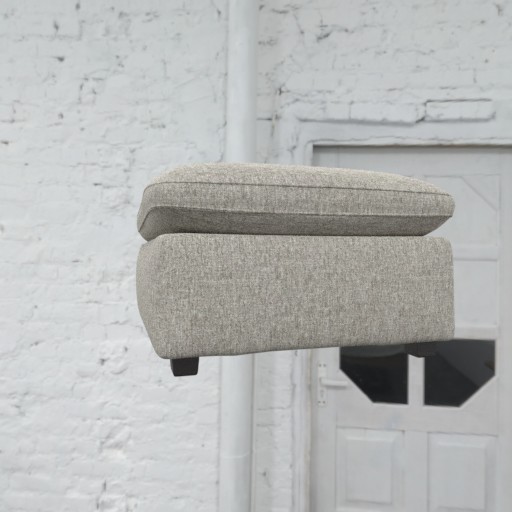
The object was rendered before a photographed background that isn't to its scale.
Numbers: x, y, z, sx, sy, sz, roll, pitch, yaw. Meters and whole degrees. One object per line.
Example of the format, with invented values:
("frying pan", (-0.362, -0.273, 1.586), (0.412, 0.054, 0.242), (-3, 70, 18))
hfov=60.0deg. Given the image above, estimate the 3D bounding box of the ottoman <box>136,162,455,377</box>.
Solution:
("ottoman", (0.000, 0.000, 1.337), (0.694, 0.451, 0.977), (0, 0, -16))
